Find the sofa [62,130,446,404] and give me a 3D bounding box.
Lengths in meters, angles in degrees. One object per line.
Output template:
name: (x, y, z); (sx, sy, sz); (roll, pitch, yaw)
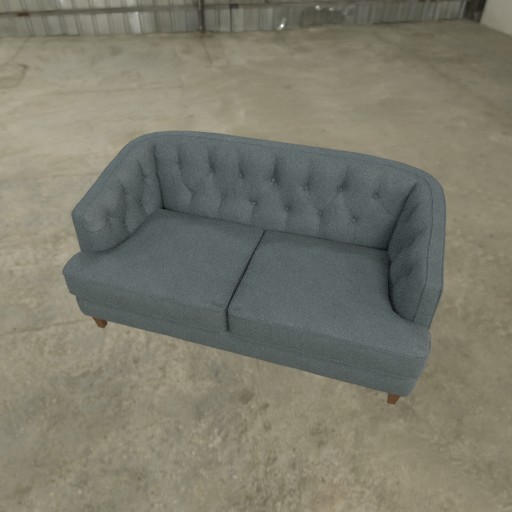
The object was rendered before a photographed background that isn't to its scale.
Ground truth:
sofa: (0.000, 0.000, 2.292); (1.733, 0.855, 0.941); (11, 42, 13)
